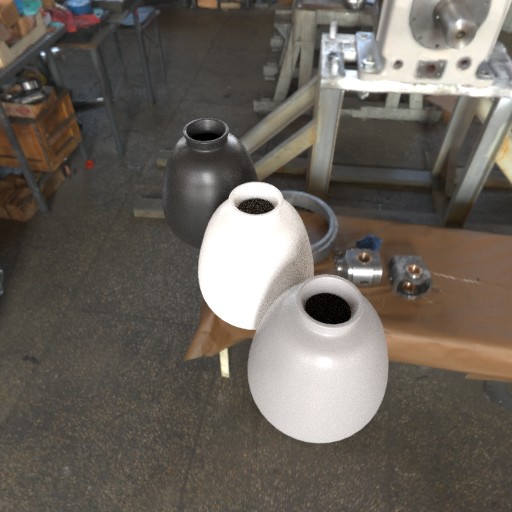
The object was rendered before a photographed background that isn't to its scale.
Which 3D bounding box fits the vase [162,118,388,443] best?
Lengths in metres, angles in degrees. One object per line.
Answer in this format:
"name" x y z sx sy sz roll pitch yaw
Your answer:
"vase" 0.000 0.000 0.362 0.097 0.122 0.297 -19 50 -17
